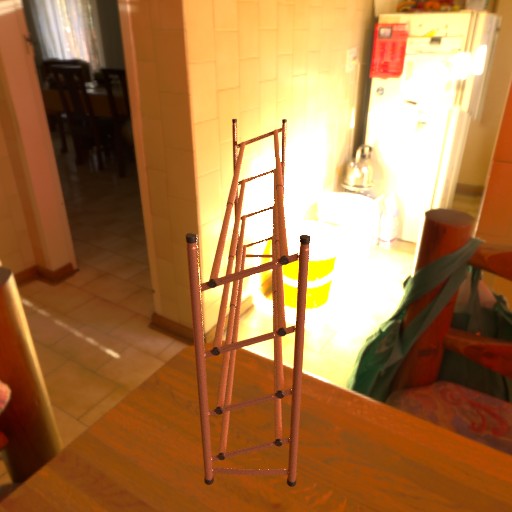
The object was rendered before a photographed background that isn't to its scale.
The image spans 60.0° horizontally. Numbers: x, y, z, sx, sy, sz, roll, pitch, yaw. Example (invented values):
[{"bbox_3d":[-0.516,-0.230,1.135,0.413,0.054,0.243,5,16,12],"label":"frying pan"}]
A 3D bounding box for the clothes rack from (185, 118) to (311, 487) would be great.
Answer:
[{"bbox_3d":[0.000,0.000,1.456,0.229,0.672,1.168,1,27,1],"label":"clothes rack"}]
